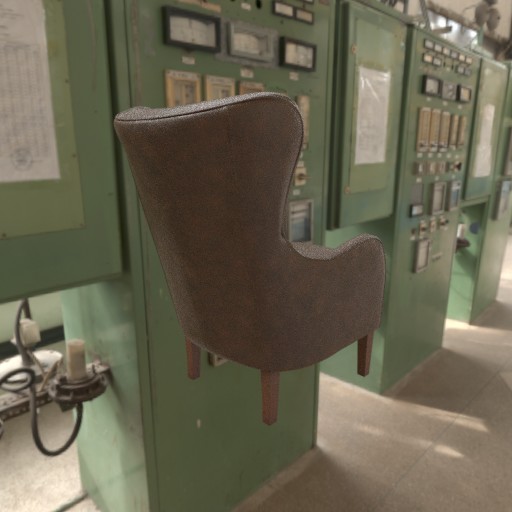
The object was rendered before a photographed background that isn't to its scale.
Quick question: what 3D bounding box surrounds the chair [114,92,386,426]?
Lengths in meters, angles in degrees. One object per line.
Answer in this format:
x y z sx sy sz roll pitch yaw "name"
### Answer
0.000 0.000 1.627 0.914 1.048 0.692 -14 19 -43 "chair"
